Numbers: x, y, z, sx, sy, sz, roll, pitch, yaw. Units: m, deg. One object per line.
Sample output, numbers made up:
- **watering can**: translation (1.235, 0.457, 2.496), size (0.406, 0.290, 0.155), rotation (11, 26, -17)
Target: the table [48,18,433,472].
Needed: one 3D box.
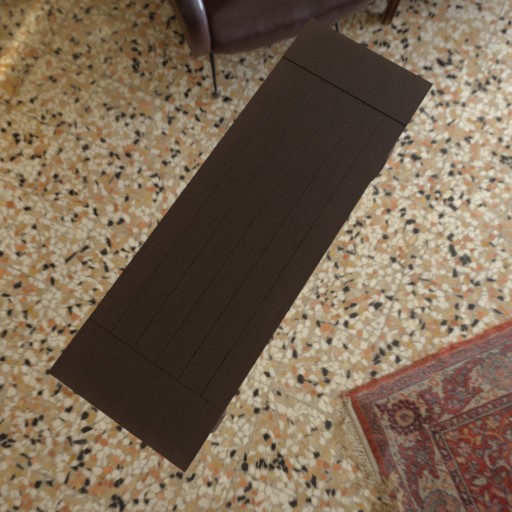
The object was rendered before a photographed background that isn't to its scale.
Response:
- **table**: translation (0.000, 0.000, 1.392), size (0.373, 0.768, 1.062), rotation (33, 79, 7)
